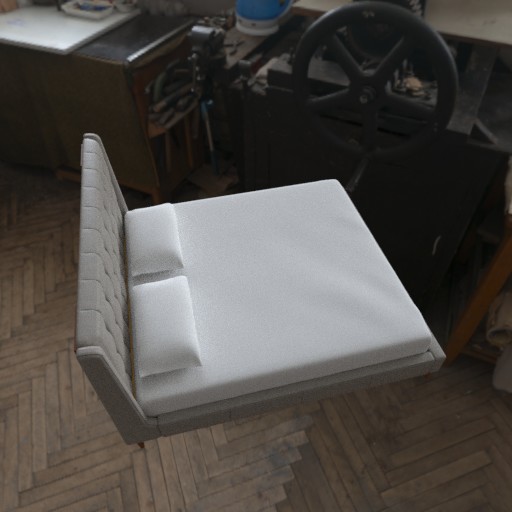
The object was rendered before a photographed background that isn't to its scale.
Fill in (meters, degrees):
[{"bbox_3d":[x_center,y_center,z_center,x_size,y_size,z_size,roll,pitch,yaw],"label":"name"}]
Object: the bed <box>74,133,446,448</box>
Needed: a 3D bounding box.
[{"bbox_3d":[0.000,0.000,3.464,2.342,1.289,2.062,-10,48,-9],"label":"bed"}]
